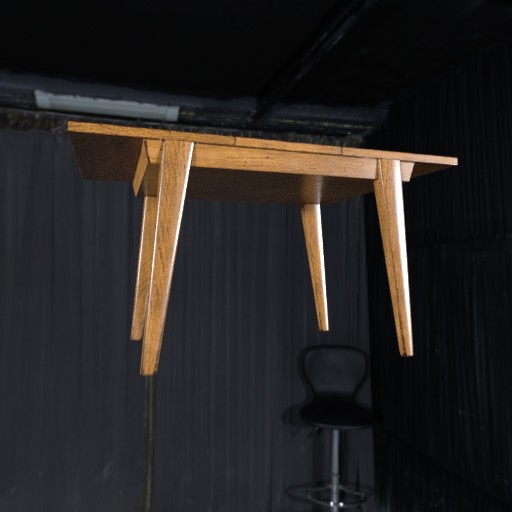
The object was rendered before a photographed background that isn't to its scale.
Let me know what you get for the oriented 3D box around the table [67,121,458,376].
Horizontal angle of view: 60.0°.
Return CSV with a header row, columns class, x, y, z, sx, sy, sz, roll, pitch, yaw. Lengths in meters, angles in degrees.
class,x,y,z,sx,sy,sz,roll,pitch,yaw
table,0.000,0.000,1.855,1.400,0.760,0.757,0,-1,-18
